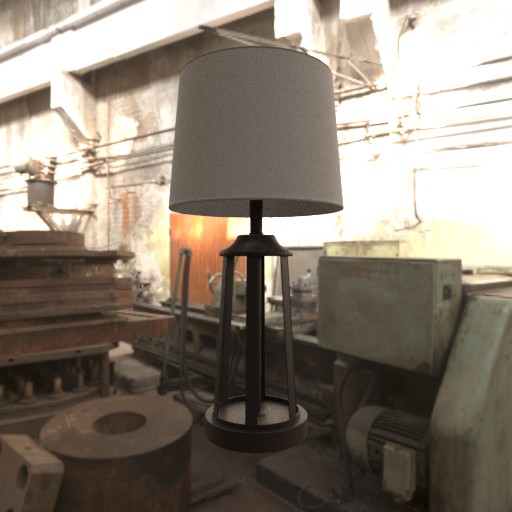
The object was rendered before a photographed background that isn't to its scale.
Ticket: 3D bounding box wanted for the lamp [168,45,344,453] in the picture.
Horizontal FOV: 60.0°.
[{"bbox_3d":[0.000,0.000,0.646,0.251,0.509,0.251,0,0,0],"label":"lamp"}]
